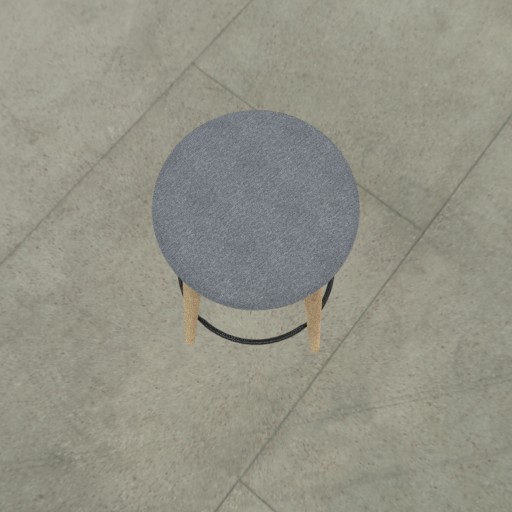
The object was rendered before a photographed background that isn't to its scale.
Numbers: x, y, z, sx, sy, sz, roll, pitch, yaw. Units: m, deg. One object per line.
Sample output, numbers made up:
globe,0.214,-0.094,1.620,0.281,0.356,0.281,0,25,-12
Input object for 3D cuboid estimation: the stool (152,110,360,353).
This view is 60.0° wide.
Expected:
stool,0.000,0.000,1.023,0.410,0.770,0.410,3,77,1
